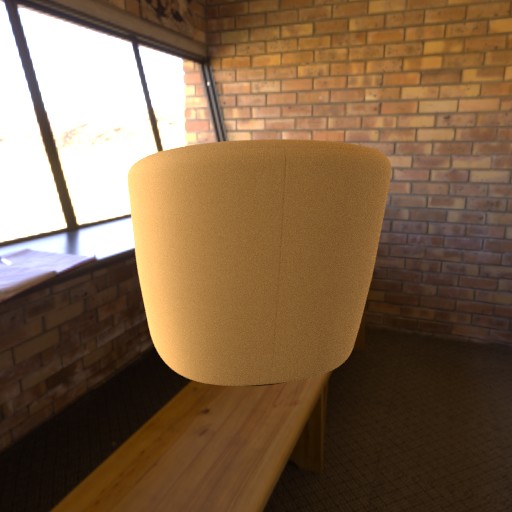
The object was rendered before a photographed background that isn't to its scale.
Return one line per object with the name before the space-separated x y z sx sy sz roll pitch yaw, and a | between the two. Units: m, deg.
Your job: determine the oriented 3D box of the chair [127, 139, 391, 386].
chair | 0.000 0.000 1.388 0.773 0.698 0.767 -2 14 -9
